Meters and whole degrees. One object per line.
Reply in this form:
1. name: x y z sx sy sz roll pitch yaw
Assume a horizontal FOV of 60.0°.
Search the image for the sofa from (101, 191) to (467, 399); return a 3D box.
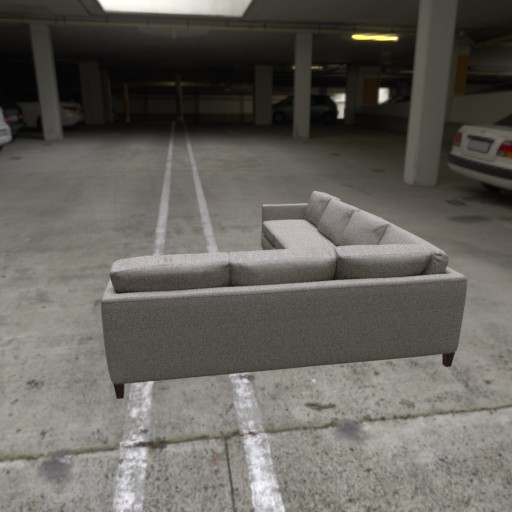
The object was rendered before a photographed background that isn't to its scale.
1. sofa: 0.000 0.000 4.587 2.593 0.947 3.302 -3 17 -9
